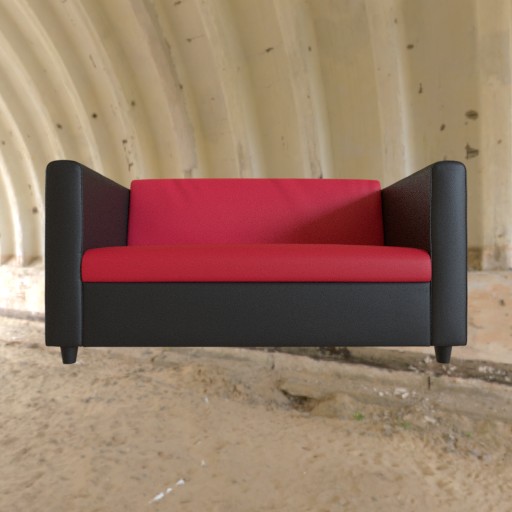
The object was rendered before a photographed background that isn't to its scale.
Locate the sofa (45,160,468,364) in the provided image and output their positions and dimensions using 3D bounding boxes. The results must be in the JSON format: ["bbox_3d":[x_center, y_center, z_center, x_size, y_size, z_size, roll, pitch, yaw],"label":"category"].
[{"bbox_3d":[0.000,0.000,1.885,1.410,0.735,0.845,0,0,0],"label":"sofa"}]
